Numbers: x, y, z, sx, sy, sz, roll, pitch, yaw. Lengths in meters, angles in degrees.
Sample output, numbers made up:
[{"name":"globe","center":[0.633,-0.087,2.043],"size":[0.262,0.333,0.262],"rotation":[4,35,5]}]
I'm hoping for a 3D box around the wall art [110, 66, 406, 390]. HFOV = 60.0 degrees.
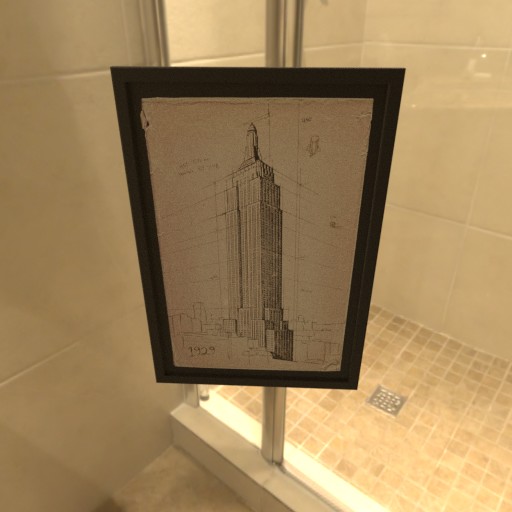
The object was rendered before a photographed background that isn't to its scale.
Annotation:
[{"name":"wall art","center":[0.000,0.000,0.839],"size":[0.451,0.661,0.012],"rotation":[1,29,2]}]
